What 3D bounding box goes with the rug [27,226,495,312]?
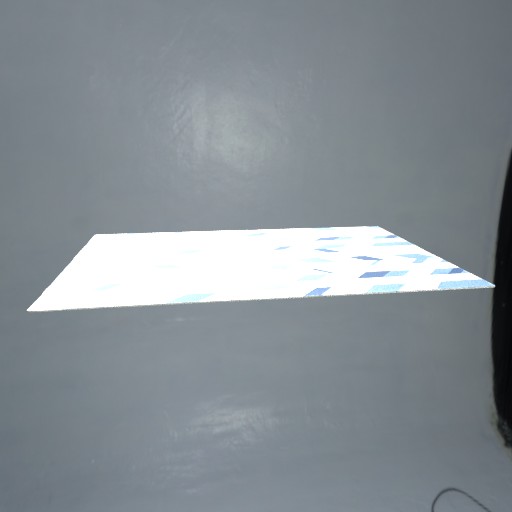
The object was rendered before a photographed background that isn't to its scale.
[{"bbox_3d":[0.000,0.000,2.259,1.813,0.006,1.202,-2,16,-8],"label":"rug"}]
